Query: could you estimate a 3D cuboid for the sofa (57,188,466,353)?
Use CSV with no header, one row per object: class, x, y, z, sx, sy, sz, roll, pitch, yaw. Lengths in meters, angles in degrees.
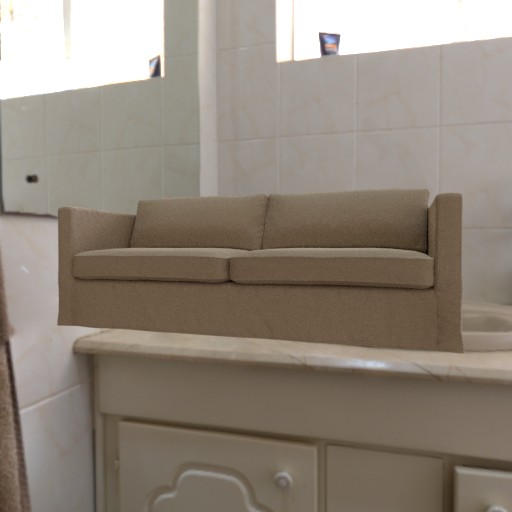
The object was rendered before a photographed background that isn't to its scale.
sofa,0.000,0.000,2.784,2.312,0.853,0.962,0,1,18
